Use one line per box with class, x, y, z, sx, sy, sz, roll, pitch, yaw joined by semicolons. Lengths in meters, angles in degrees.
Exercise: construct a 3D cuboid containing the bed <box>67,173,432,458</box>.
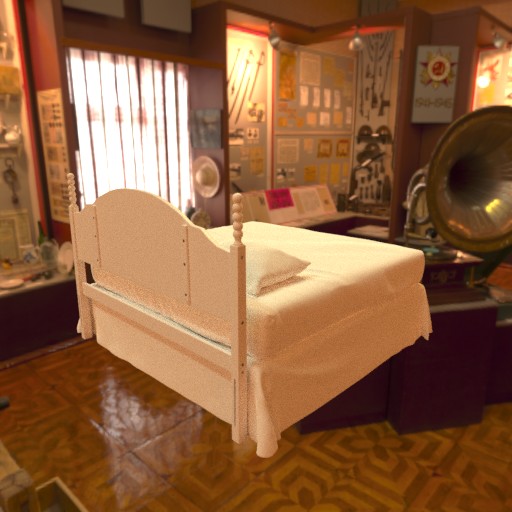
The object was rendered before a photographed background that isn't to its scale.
bed;0.000;0.000;3.640;2.322;1.355;2.219;14;20;43
